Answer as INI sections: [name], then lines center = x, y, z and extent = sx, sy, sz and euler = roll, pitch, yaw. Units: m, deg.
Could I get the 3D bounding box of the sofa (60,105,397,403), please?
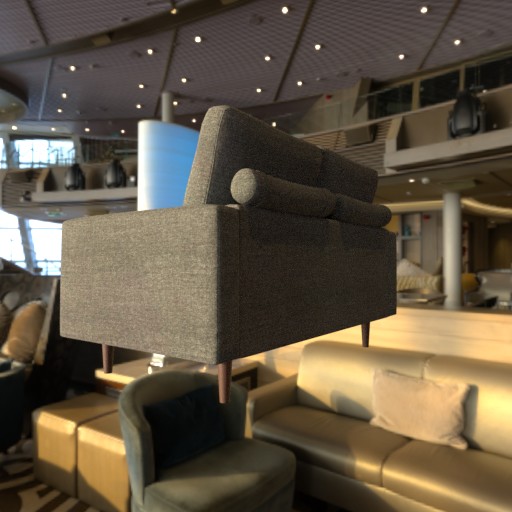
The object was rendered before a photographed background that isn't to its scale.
[sofa]
center = 0.000, 0.000, 1.962
extent = 0.842, 0.907, 1.407
euler = -1, -1, 37
